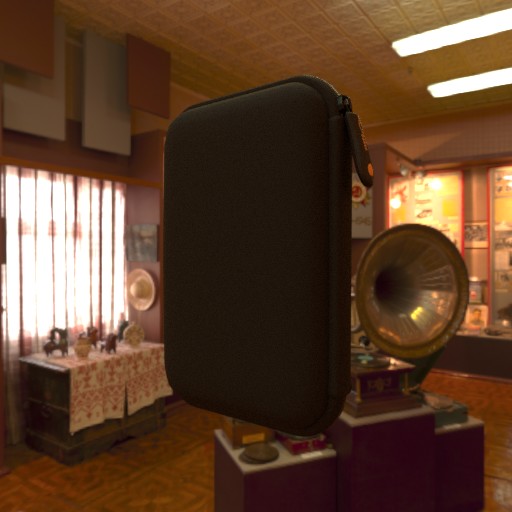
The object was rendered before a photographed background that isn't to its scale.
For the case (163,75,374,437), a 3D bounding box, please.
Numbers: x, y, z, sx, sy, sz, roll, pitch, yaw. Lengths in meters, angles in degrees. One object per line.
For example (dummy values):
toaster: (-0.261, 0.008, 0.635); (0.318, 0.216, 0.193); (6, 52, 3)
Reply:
case: (0.000, 0.000, 0.196); (0.107, 0.147, 0.030); (0, 0, 36)
